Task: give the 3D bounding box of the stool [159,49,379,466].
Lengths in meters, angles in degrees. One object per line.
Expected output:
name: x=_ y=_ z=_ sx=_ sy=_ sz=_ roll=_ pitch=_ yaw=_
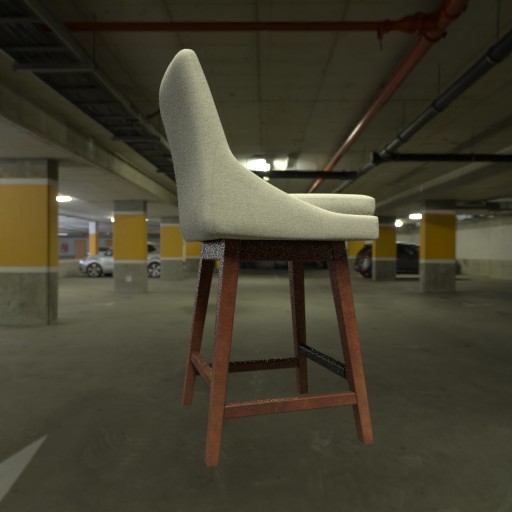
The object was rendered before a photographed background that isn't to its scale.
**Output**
stool: x=0.000 y=0.000 z=1.319 sx=0.559 sy=0.991 sz=0.469 roll=0 pitch=0 yaw=-17
